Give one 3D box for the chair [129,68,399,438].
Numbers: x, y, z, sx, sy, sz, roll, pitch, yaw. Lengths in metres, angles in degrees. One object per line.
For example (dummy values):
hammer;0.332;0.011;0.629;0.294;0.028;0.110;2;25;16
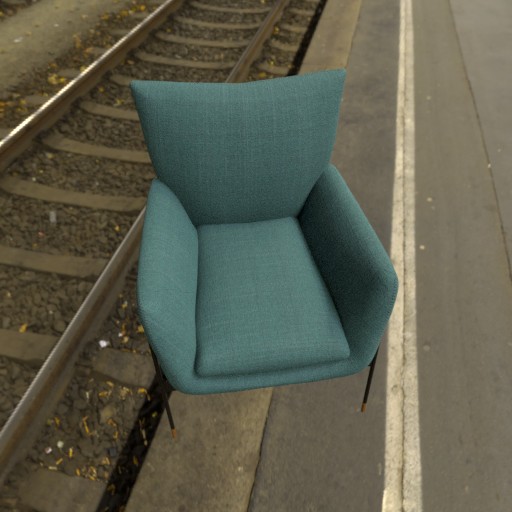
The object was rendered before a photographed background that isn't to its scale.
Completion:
chair;0.000;0.000;1.408;0.678;0.859;0.769;-6;46;-5
